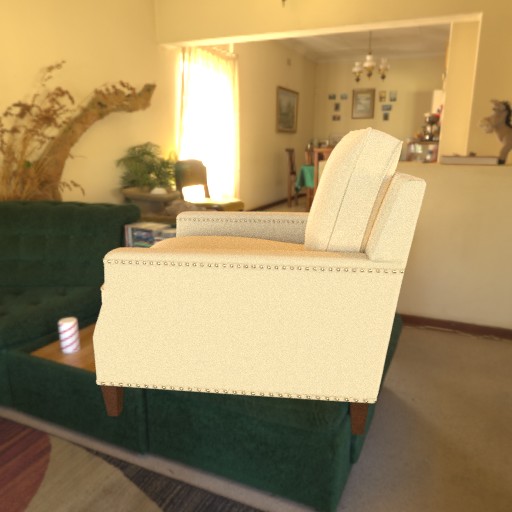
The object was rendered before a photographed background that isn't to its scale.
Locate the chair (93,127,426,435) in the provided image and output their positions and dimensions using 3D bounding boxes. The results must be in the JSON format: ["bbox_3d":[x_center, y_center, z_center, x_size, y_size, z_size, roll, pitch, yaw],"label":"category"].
[{"bbox_3d":[0.000,0.000,1.715,1.014,0.943,0.853,2,15,7],"label":"chair"}]
